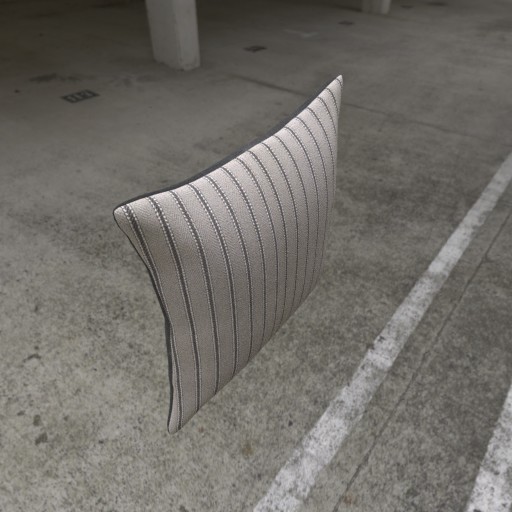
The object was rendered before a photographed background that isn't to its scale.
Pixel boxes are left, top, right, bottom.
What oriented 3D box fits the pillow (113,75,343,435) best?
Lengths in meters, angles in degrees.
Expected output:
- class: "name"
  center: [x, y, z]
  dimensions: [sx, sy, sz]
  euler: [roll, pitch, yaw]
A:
- class: "pillow"
  center: [0.000, 0.000, 0.711]
  dimensions: [0.138, 0.444, 0.468]
  euler: [26, 47, 27]
